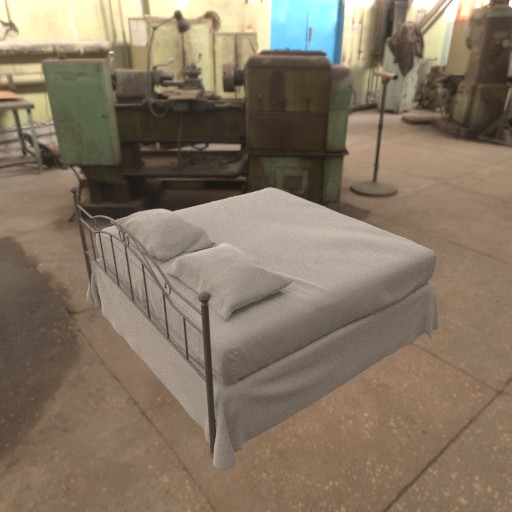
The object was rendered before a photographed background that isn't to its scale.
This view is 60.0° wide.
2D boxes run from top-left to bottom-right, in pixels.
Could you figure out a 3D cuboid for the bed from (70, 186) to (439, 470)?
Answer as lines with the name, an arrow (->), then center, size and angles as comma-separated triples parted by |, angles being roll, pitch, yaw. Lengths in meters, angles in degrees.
bed -> 0.000, 0.000, 3.584 | 2.220, 1.080, 2.309 | -19, 32, -32
